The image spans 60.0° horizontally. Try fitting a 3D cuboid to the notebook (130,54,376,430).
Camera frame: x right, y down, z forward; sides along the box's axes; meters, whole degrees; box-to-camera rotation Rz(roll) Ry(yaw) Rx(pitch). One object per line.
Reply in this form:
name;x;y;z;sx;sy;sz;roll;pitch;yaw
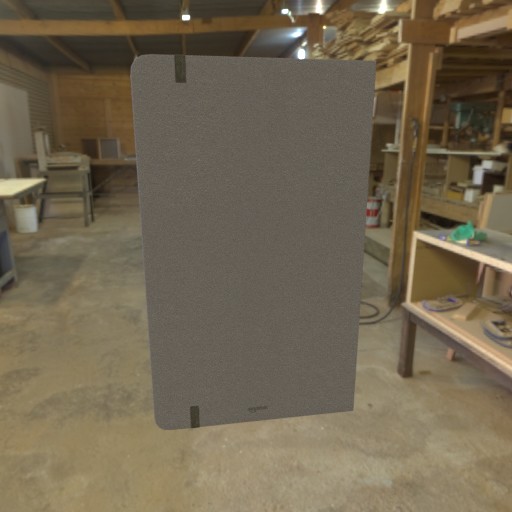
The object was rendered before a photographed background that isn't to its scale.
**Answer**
notebook;0.000;0.000;0.259;0.127;0.213;0.016;-3;16;-9
